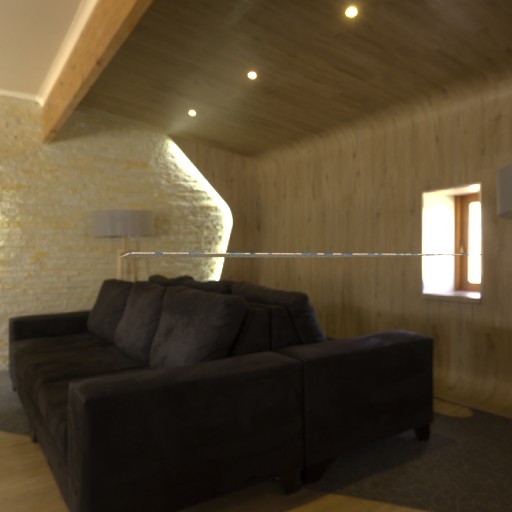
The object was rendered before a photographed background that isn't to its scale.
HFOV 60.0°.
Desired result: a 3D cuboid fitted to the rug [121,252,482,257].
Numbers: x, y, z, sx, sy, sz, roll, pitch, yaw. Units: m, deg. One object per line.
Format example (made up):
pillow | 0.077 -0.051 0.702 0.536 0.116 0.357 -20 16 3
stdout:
rug | 0.000 0.000 4.225 2.435 0.007 3.007 0 -1 -18
